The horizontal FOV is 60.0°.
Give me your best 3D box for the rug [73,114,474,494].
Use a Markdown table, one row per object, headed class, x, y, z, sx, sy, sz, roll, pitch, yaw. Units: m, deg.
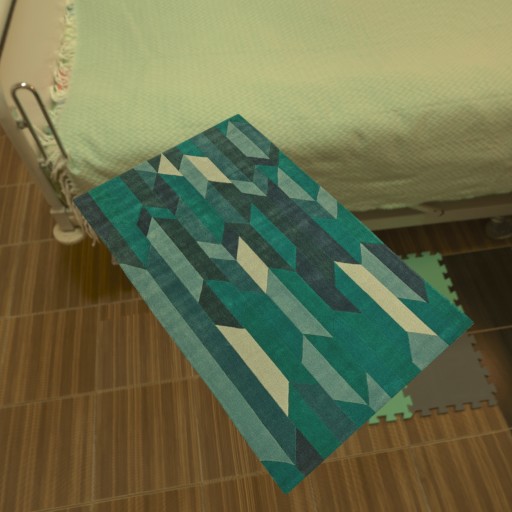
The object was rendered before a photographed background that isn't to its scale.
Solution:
| class | x | y | z | sx | sy | sz | roll | pitch | yaw |
| --- | --- | --- | --- | --- | --- | --- | --- | --- | --- |
| rug | 0.000 | 0.000 | 2.981 | 1.528 | 0.005 | 2.420 | -34 | 64 | -19 |
